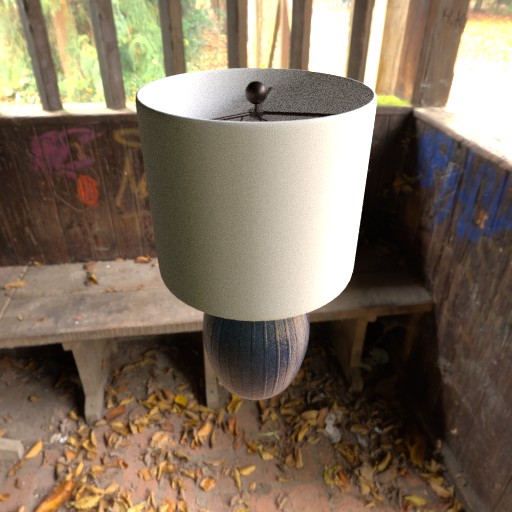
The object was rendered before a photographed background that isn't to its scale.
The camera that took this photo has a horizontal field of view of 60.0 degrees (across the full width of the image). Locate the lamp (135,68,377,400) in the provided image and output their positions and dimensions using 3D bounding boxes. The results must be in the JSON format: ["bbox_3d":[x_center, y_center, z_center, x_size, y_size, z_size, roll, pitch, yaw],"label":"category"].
[{"bbox_3d":[0.000,0.000,0.762,0.329,0.570,0.329,-21,38,-30],"label":"lamp"}]
